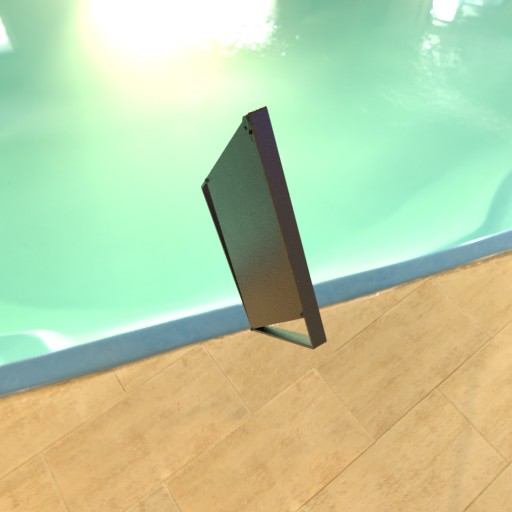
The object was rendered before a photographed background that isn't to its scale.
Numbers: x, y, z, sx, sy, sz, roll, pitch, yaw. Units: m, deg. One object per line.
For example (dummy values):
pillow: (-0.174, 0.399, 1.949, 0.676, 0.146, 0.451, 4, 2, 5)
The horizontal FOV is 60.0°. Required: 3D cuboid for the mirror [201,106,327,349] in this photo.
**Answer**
mirror: (0.000, 0.000, 0.844, 0.032, 0.679, 0.419, -26, 61, -16)
